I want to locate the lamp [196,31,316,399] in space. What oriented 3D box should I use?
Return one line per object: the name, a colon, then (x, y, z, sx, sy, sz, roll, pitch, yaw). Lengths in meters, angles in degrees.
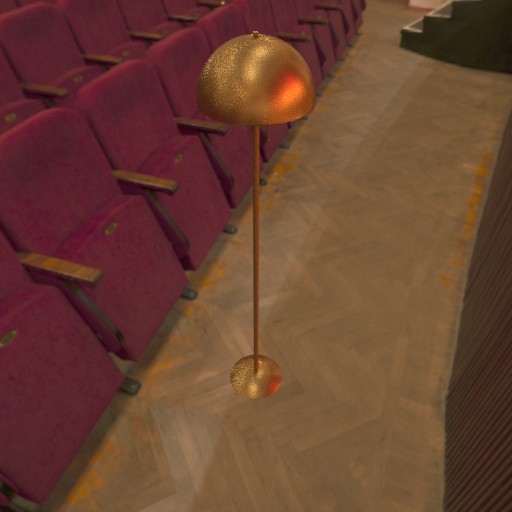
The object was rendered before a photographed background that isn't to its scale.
lamp: (0.000, 0.000, 1.592, 0.328, 1.480, 0.328, 13, 42, 15)
